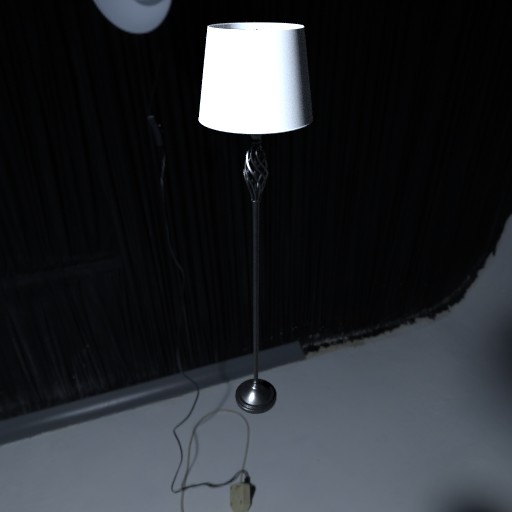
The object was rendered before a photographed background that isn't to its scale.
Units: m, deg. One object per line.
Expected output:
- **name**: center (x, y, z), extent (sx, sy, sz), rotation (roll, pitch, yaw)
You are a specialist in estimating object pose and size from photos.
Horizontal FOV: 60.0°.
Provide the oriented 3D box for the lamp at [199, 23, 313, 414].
- **lamp**: center (0.000, 0.000, 1.759), extent (0.379, 1.623, 0.379), rotation (0, 31, 0)
